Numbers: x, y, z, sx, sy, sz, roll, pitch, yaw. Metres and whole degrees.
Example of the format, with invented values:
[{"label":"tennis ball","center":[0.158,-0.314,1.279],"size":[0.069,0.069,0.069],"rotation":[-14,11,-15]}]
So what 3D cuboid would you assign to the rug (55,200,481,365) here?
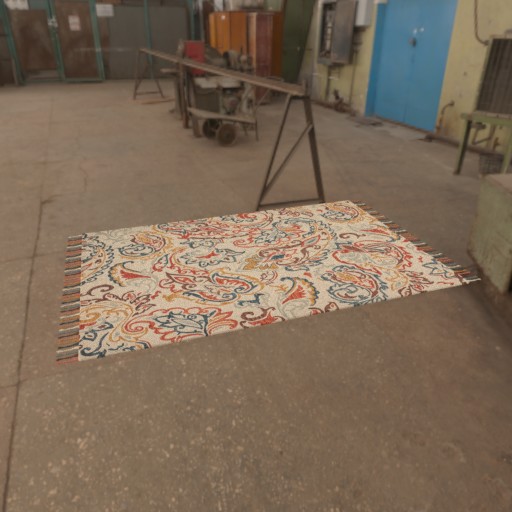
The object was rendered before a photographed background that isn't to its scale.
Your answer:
[{"label":"rug","center":[0.000,0.000,2.450],"size":[1.997,0.010,1.218],"rotation":[-9,29,-16]}]
